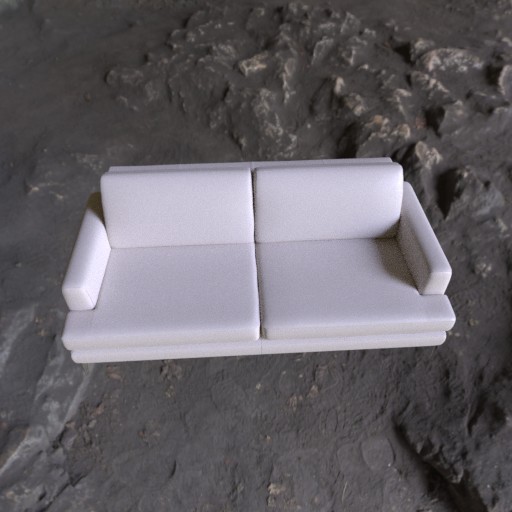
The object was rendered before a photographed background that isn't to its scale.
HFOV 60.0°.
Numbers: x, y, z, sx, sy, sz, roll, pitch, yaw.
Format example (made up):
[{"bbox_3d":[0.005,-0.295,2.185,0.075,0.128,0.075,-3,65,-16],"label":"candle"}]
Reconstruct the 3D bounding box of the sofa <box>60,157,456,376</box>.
[{"bbox_3d":[0.000,0.000,2.454,1.940,0.765,0.974,-2,46,-2],"label":"sofa"}]
